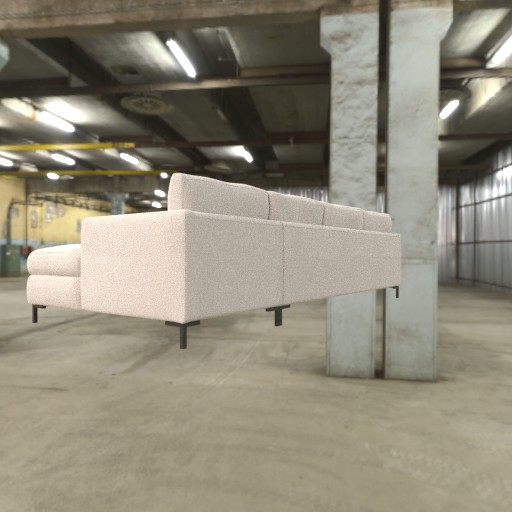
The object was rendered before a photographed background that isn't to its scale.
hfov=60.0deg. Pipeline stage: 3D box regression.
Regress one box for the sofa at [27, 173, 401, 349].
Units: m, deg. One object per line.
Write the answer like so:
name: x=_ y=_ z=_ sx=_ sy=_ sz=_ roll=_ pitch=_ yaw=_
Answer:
sofa: x=0.000 y=0.000 z=2.896 sx=1.126 sy=0.677 sz=2.445 roll=0 pitch=0 yaw=36
